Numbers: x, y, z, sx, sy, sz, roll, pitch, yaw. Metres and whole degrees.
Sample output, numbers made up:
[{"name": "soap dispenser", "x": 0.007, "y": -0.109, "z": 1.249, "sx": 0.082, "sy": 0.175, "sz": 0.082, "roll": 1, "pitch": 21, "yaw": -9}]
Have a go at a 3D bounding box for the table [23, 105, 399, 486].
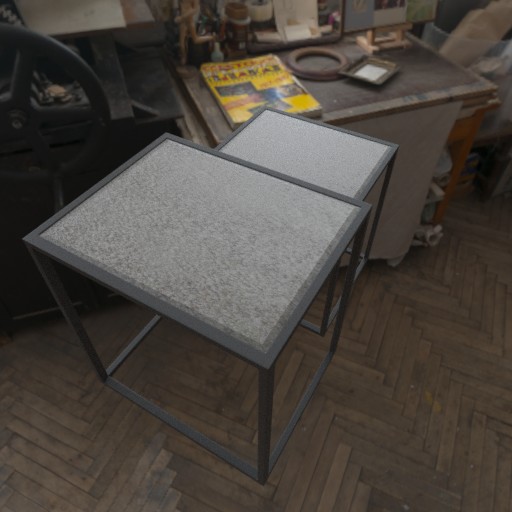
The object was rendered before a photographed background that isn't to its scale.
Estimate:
[{"name": "table", "x": 0.000, "y": 0.000, "z": 1.135, "sx": 0.508, "sy": 0.540, "sz": 0.788, "roll": 23, "pitch": 51, "yaw": 20}]
